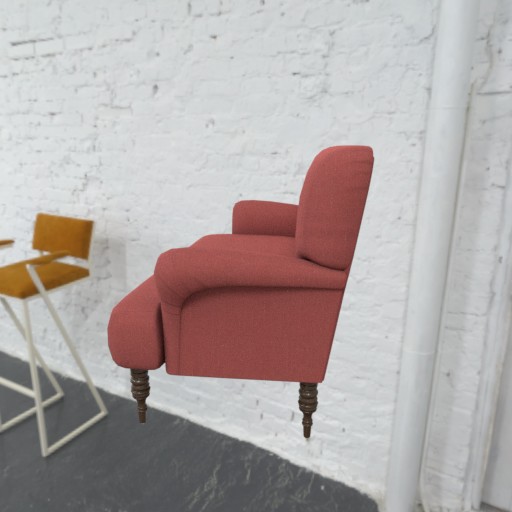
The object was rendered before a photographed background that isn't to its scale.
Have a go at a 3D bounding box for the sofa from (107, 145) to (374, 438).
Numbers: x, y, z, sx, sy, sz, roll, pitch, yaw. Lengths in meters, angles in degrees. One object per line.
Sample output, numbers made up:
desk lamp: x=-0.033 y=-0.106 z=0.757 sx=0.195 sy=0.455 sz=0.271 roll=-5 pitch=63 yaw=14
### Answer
sofa: x=0.000 y=0.000 z=1.834 sx=0.779 sy=0.889 sz=1.297 roll=2 pitch=14 yaw=8
